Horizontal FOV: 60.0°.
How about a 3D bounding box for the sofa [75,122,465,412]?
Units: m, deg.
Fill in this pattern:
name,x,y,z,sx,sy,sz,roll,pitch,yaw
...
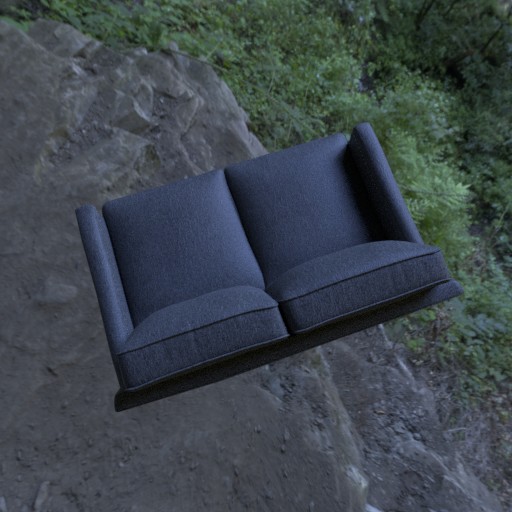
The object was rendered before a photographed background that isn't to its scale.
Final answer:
name,x,y,z,sx,sy,sz,roll,pitch,yaw
sofa,0.000,0.000,2.261,1.597,1.003,1.084,-18,74,-5
